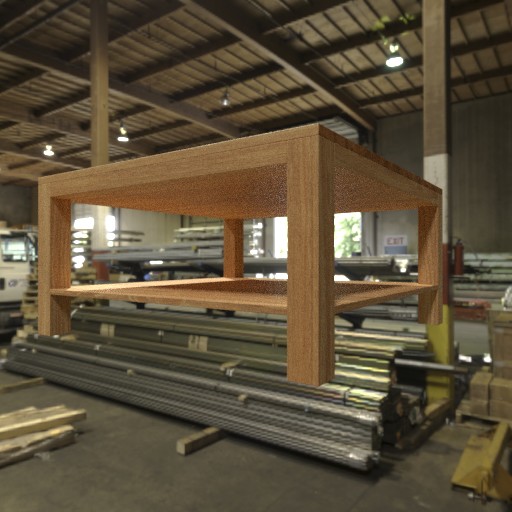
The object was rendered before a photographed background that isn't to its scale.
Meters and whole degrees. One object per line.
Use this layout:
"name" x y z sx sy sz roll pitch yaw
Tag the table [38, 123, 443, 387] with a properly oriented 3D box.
"table" 0.000 0.000 1.383 0.900 0.450 0.900 0 0 35
